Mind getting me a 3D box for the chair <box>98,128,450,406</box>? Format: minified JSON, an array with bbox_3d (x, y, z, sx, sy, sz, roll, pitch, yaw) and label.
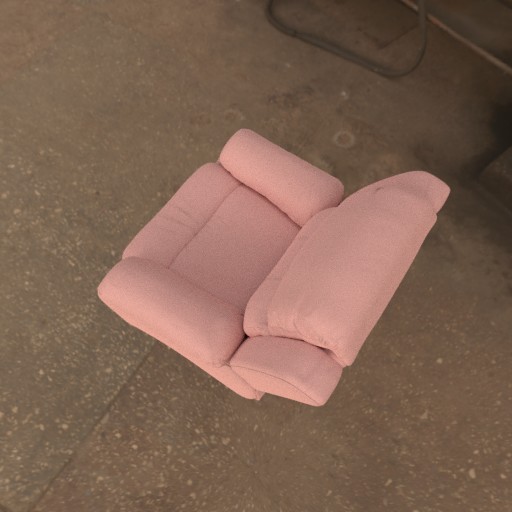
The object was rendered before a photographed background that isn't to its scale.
[{"bbox_3d":[0.000,0.000,1.240,0.709,0.702,0.680,32,68,14],"label":"chair"}]
